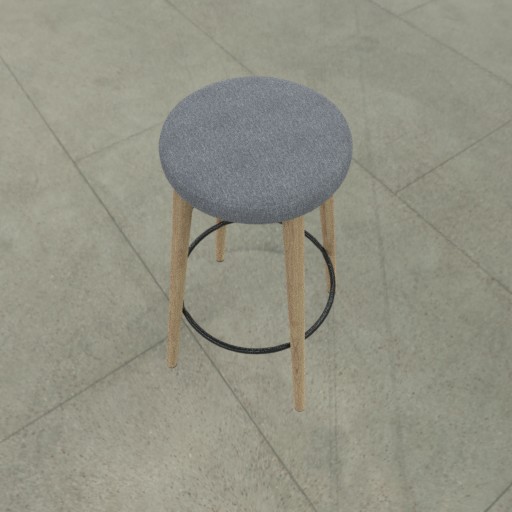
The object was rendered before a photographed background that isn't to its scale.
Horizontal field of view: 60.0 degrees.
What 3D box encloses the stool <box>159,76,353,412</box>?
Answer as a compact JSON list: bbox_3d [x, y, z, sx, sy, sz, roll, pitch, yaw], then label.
[{"bbox_3d":[0.000,0.000,1.027,0.410,0.770,0.410,16,58,10],"label":"stool"}]
